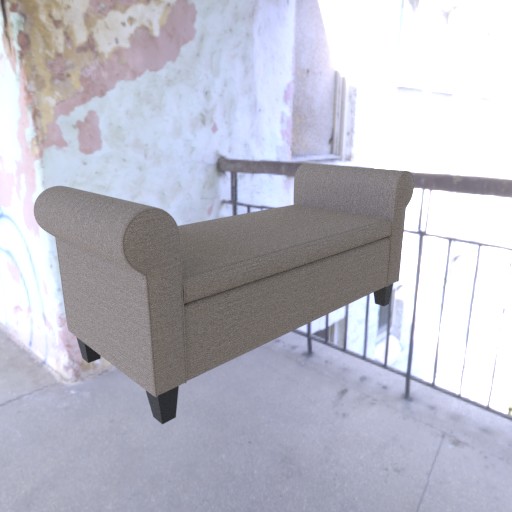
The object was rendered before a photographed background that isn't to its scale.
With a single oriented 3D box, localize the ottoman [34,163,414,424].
[{"bbox_3d":[0.000,0.000,1.551,1.256,0.547,0.521,-16,23,-42],"label":"ottoman"}]
